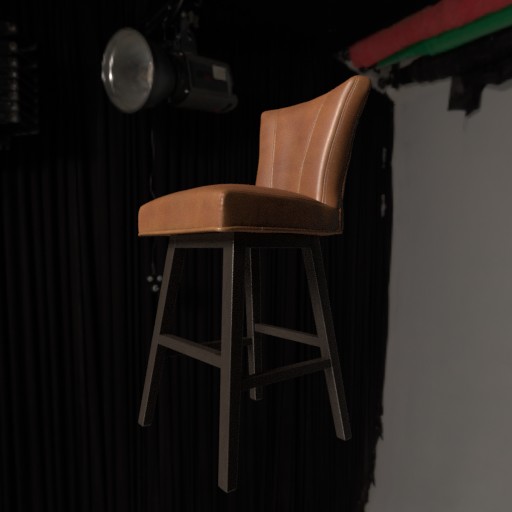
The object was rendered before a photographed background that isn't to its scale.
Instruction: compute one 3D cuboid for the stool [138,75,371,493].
[{"bbox_3d":[0.000,0.000,1.399,0.585,1.094,0.522,-1,1,-37],"label":"stool"}]
